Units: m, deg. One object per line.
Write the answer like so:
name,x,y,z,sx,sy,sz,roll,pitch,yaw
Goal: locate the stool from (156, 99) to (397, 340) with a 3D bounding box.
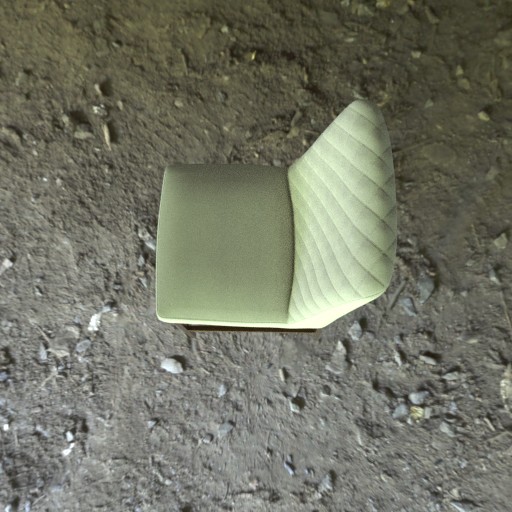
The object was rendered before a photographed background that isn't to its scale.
stool,0.000,0.000,1.378,0.546,1.084,0.462,1,76,0
